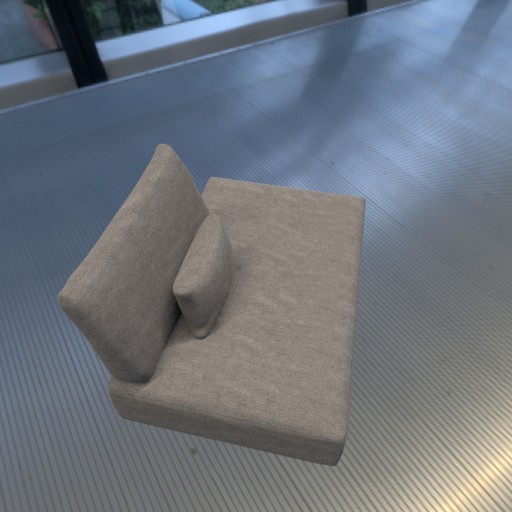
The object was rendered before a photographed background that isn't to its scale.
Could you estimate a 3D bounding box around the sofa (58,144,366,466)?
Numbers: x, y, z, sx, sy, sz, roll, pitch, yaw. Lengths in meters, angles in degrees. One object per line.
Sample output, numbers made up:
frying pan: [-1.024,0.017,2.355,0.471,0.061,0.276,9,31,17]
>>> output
sofa: [0.000,0.000,2.048,1.002,0.820,1.450,9,47,9]
